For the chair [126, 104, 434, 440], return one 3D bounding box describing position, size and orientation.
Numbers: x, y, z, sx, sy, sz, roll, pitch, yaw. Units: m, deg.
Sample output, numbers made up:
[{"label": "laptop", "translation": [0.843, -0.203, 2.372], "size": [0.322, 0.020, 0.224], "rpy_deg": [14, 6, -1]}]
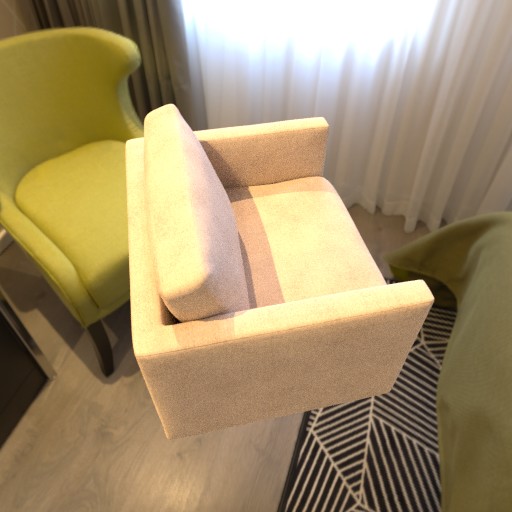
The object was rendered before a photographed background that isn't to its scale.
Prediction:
[{"label": "chair", "translation": [0.000, 0.000, 1.858], "size": [0.959, 0.961, 1.133], "rpy_deg": [-9, 48, -8]}]
